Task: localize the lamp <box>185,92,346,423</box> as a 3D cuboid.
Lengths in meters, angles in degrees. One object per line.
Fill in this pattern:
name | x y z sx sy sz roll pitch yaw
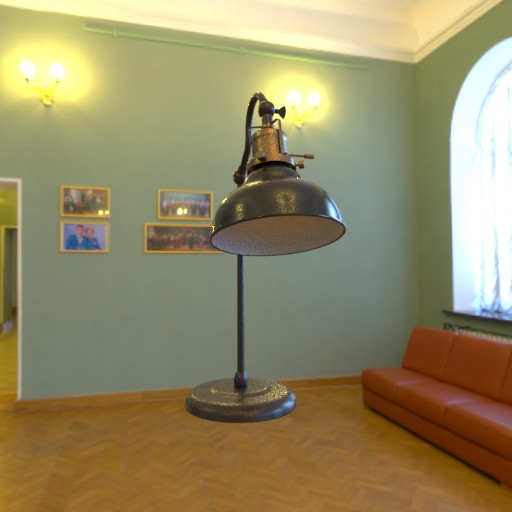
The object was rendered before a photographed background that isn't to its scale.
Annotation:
lamp | 0.000 0.000 0.687 0.192 0.508 0.374 0 -1 -17
